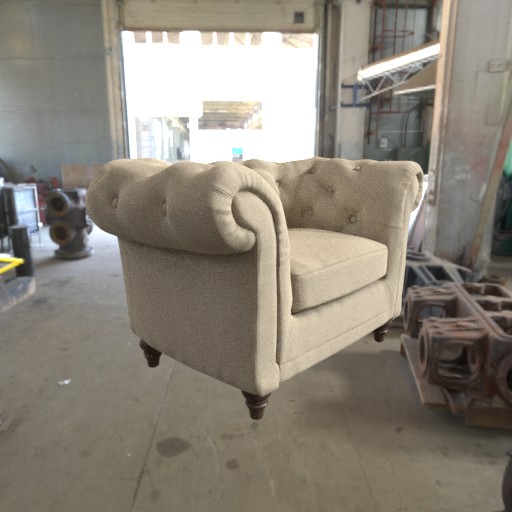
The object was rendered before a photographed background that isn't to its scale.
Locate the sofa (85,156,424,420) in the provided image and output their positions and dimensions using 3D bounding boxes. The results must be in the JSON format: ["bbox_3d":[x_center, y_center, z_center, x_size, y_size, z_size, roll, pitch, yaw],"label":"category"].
[{"bbox_3d":[0.000,0.000,2.023,1.034,0.878,1.405,12,18,42],"label":"sofa"}]
